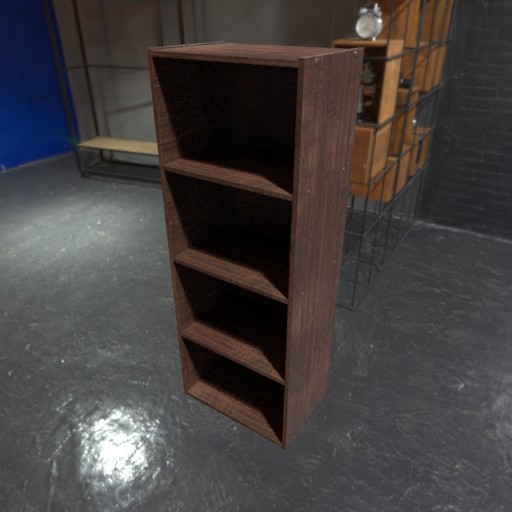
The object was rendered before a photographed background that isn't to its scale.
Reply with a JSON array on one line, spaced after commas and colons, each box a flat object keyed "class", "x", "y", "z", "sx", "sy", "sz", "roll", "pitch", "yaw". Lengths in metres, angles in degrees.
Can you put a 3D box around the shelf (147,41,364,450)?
[{"class": "shelf", "x": 0.000, "y": 0.000, "z": 1.290, "sx": 0.415, "sy": 1.099, "sz": 0.290, "roll": 18, "pitch": 34, "yaw": 29}]
